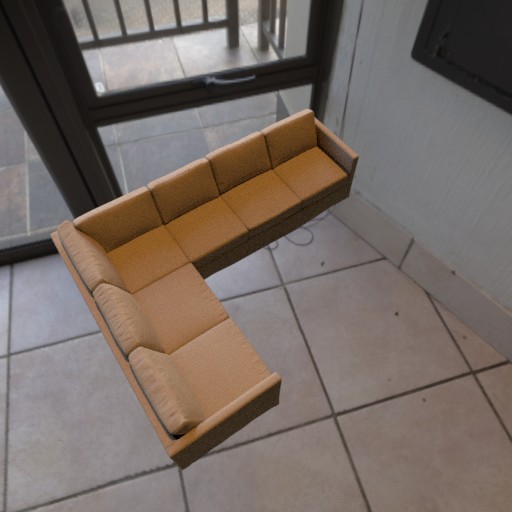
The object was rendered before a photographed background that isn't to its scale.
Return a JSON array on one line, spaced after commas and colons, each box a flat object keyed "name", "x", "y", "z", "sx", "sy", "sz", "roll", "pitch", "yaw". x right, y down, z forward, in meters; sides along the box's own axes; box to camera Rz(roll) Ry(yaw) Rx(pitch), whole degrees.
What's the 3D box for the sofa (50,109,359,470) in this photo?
[{"name": "sofa", "x": 0.000, "y": 0.000, "z": 4.417, "sx": 3.182, "sy": 0.871, "sz": 2.432, "roll": -30, "pitch": 62, "yaw": -18}]
